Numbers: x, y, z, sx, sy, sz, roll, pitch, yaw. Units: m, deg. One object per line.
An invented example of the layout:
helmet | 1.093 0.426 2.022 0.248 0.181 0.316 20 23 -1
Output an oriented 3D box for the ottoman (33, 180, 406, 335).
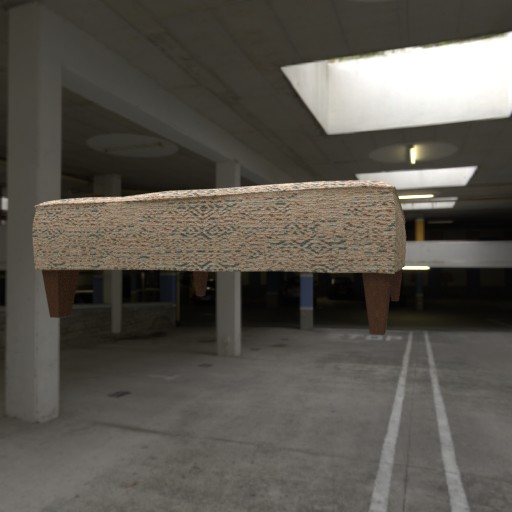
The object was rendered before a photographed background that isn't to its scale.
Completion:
ottoman | 0.000 0.000 1.531 0.968 0.356 1.004 0 -1 20
